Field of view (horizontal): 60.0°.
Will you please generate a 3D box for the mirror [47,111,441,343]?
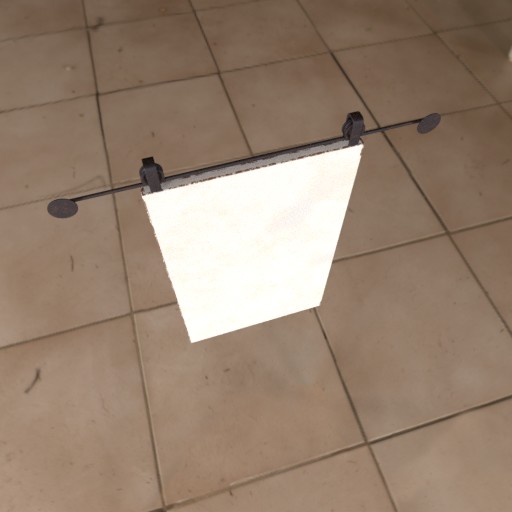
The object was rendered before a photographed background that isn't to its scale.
[{"bbox_3d":[0.000,0.000,1.195,0.808,0.844,0.037,-15,59,-9],"label":"mirror"}]
